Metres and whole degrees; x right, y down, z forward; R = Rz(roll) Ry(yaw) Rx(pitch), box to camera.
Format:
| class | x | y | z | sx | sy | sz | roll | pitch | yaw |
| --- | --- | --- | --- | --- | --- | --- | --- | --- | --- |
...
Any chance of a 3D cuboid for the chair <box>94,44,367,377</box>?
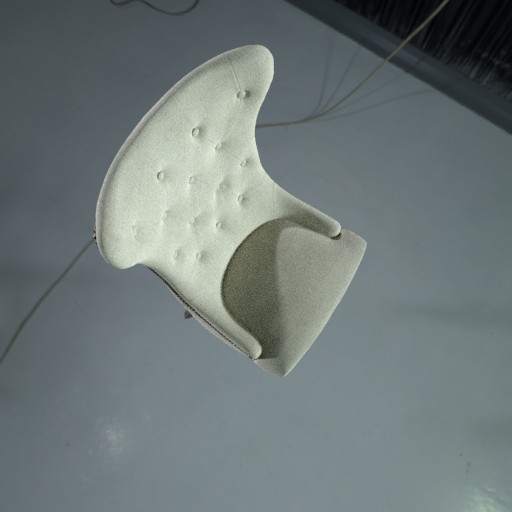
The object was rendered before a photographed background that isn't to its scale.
| class | x | y | z | sx | sy | sz | roll | pitch | yaw |
| --- | --- | --- | --- | --- | --- | --- | --- | --- | --- |
| chair | 0.000 | 0.000 | 1.379 | 0.590 | 1.065 | 0.584 | 32 | 76 | 9 |
